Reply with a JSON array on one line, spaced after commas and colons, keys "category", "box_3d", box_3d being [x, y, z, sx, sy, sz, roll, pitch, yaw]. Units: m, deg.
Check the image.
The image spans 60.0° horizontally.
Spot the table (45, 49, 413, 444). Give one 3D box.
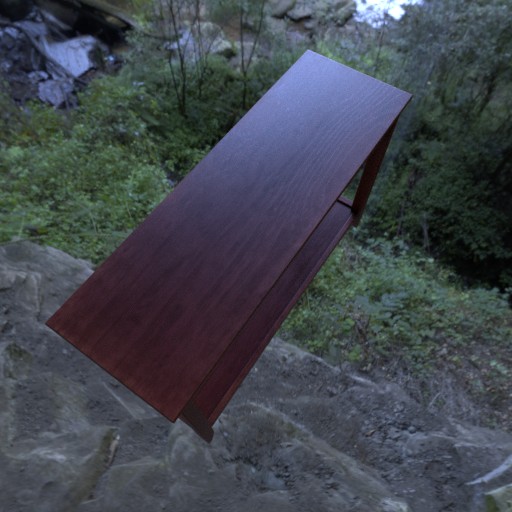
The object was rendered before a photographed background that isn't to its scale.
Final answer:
[{"category": "table", "box_3d": [0.000, 0.000, 1.543, 0.392, 0.739, 1.188, 31, 66, 16]}]
